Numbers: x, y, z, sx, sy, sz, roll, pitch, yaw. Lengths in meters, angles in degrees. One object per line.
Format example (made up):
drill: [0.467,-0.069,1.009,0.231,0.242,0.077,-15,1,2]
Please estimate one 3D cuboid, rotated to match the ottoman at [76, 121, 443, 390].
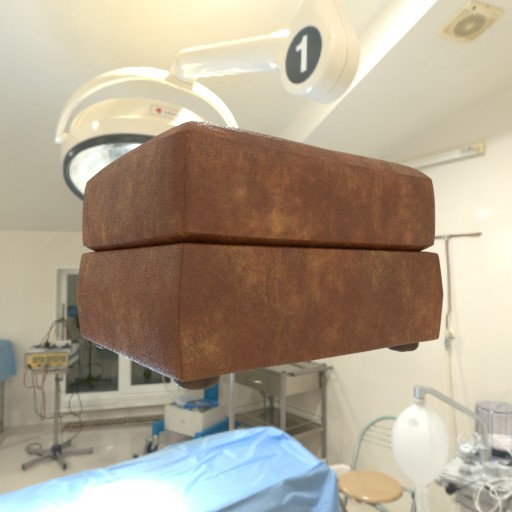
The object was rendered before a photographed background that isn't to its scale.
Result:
ottoman: [0.000,0.000,1.130,0.751,0.476,0.603,1,-2,-36]
